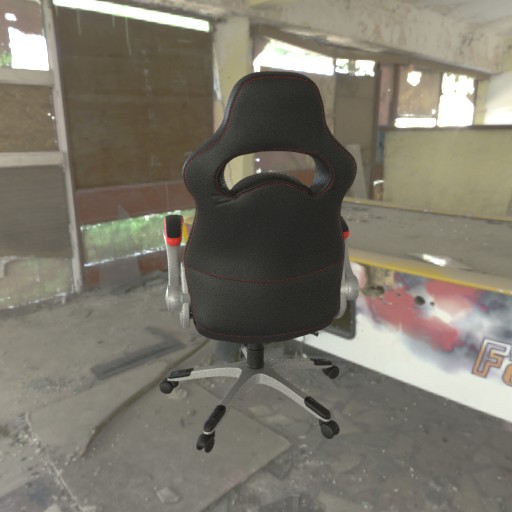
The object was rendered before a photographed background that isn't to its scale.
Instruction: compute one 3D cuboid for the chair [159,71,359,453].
[{"bbox_3d":[0.000,0.000,1.604,0.758,1.165,0.712,-3,16,-9],"label":"chair"}]
